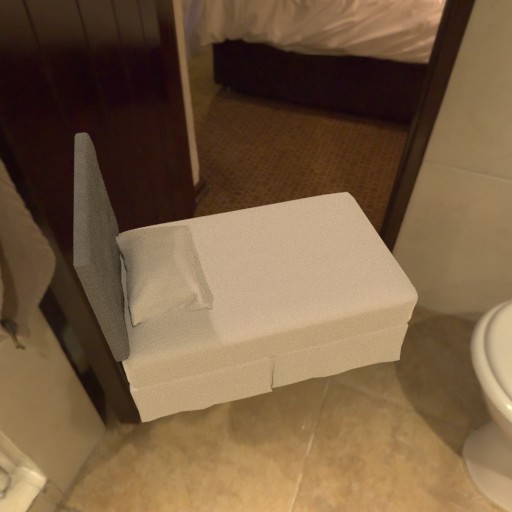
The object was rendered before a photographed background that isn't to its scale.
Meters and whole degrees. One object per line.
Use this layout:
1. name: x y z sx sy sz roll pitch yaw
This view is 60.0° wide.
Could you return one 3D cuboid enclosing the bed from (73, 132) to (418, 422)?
1. bed: 0.000 0.000 3.048 1.997 1.571 1.261 -11 47 -11
